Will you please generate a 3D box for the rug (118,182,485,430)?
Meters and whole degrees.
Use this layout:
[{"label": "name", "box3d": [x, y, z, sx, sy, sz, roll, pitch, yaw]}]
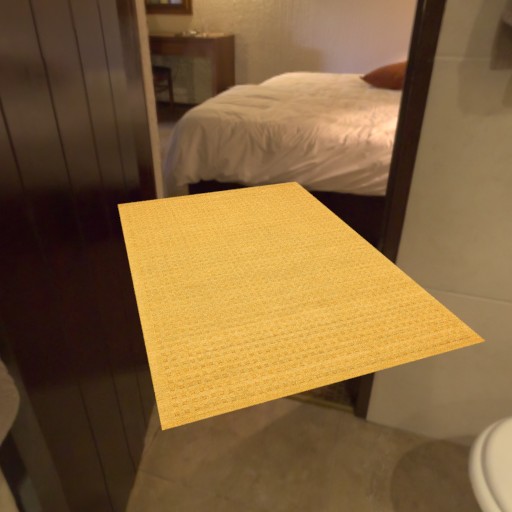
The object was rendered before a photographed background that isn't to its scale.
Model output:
[{"label": "rug", "box3d": [0.000, 0.000, 3.632, 1.981, 0.006, 2.895, -10, 32, -17]}]
